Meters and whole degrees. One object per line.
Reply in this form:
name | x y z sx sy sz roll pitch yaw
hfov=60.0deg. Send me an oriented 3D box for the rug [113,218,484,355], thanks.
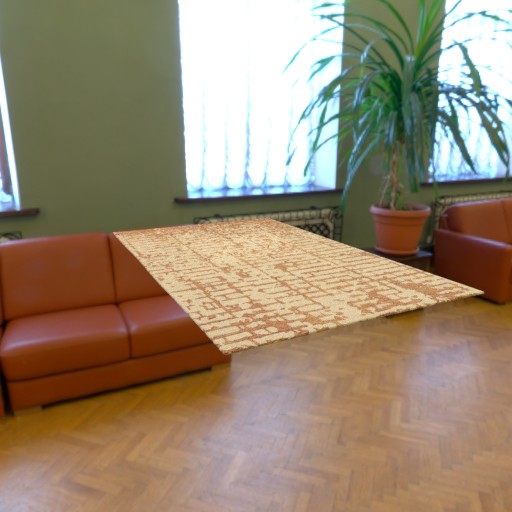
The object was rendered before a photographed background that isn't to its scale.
rug | 0.000 0.000 3.091 1.517 0.011 2.435 -8 17 -26
